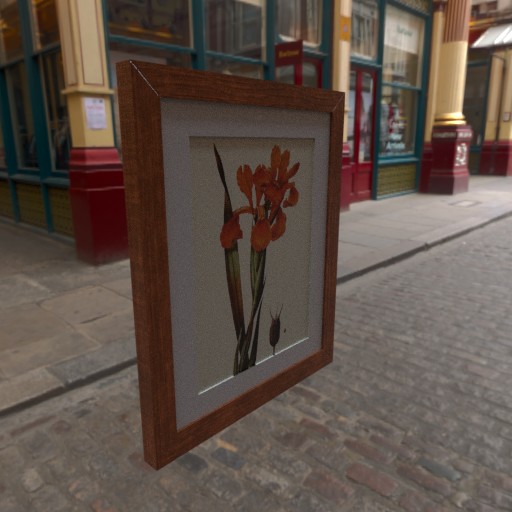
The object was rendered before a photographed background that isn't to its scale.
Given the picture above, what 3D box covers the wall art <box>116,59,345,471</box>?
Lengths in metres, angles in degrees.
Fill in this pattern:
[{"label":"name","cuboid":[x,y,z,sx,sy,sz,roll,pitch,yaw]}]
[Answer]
[{"label":"wall art","cuboid":[0.000,0.000,0.765,0.033,0.567,0.467,13,19,41]}]
